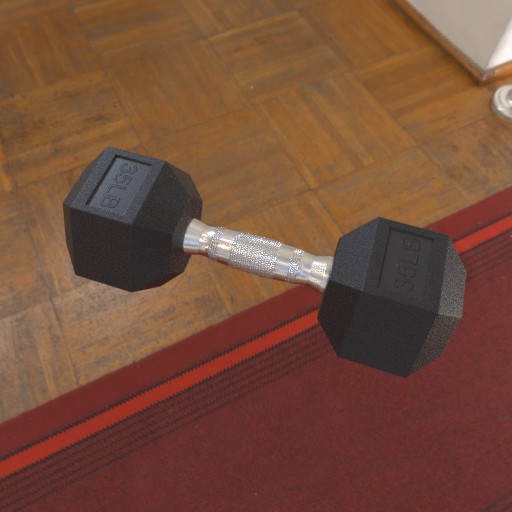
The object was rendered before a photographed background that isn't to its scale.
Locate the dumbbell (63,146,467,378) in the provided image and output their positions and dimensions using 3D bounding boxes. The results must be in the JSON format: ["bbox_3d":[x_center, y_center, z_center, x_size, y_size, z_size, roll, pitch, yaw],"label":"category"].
[{"bbox_3d":[0.000,0.000,0.420,0.356,0.123,0.141,16,63,8],"label":"dumbbell"}]
